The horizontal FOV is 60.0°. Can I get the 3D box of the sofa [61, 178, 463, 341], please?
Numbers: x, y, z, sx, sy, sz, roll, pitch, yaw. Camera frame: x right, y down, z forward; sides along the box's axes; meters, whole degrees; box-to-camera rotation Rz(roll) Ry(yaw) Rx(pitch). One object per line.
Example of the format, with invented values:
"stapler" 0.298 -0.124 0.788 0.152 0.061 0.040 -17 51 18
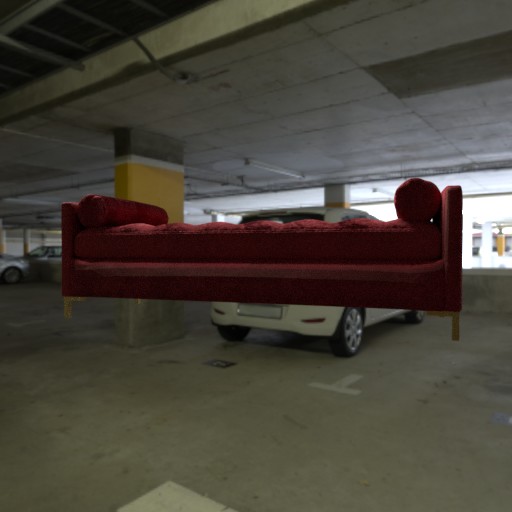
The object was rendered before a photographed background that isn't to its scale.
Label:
"sofa" 0.000 0.000 2.540 2.102 0.705 0.796 0 1 19
